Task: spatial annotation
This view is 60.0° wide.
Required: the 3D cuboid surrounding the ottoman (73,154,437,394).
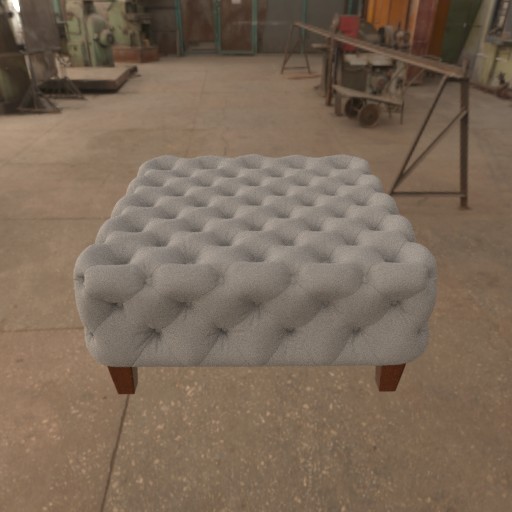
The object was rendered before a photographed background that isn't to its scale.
[{"bbox_3d":[0.000,0.000,1.489,0.911,0.439,0.917,0,30,-1],"label":"ottoman"}]
